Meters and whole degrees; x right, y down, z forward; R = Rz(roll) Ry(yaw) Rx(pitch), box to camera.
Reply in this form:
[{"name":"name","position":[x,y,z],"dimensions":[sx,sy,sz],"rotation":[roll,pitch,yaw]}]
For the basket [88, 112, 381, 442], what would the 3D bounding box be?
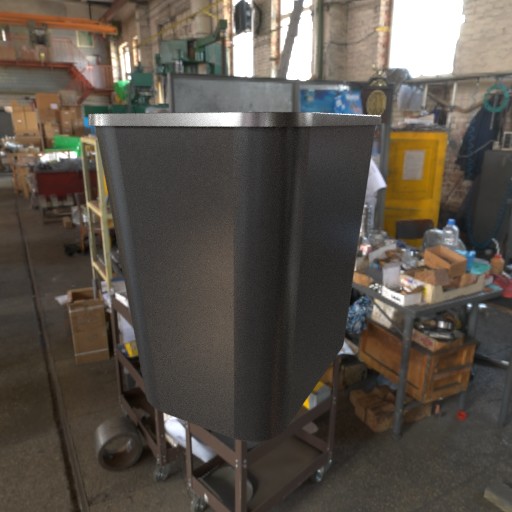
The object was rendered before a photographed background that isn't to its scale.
[{"name":"basket","position":[0.000,0.000,0.507],"dimensions":[0.211,0.307,0.300],"rotation":[9,19,26]}]
